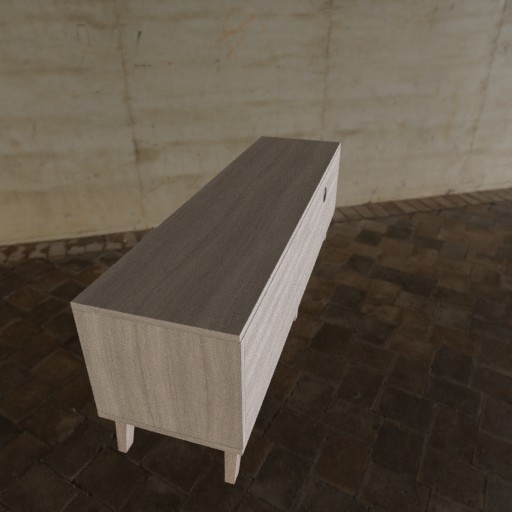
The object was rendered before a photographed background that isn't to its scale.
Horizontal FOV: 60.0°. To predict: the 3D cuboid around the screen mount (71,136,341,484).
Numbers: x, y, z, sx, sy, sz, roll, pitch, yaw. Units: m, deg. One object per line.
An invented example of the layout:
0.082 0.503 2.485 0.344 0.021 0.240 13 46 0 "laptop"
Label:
0.000 0.000 1.678 0.401 0.509 1.500 9 31 15 "screen mount"
